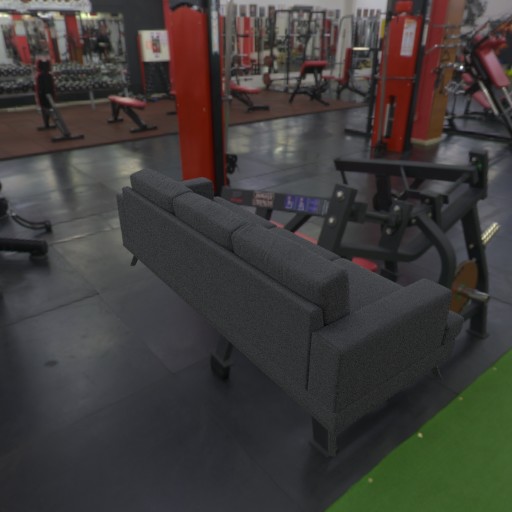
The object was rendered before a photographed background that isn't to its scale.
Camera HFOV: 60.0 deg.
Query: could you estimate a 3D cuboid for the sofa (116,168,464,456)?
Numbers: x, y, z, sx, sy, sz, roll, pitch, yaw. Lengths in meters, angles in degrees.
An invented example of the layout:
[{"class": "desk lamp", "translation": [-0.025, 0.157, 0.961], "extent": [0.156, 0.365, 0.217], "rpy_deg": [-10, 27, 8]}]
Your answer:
[{"class": "sofa", "translation": [0.000, 0.000, 2.792], "extent": [0.920, 0.810, 2.310], "rpy_deg": [-18, 32, -32]}]
